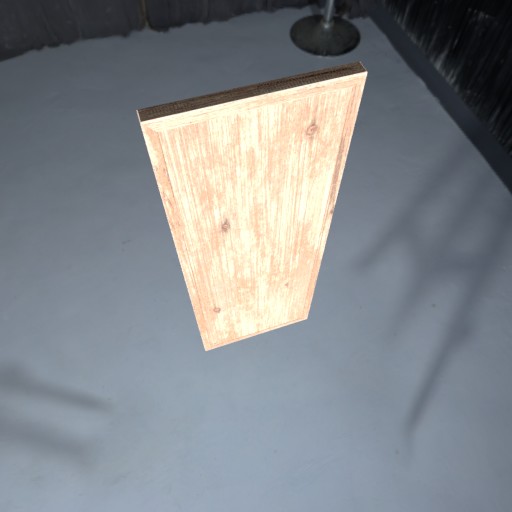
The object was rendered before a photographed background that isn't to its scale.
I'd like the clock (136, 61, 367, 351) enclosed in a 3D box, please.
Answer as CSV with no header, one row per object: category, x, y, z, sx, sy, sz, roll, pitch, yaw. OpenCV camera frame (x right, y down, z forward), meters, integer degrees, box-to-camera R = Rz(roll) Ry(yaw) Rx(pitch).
clock,0.000,0.000,1.084,0.361,0.965,0.030,-16,60,-10
